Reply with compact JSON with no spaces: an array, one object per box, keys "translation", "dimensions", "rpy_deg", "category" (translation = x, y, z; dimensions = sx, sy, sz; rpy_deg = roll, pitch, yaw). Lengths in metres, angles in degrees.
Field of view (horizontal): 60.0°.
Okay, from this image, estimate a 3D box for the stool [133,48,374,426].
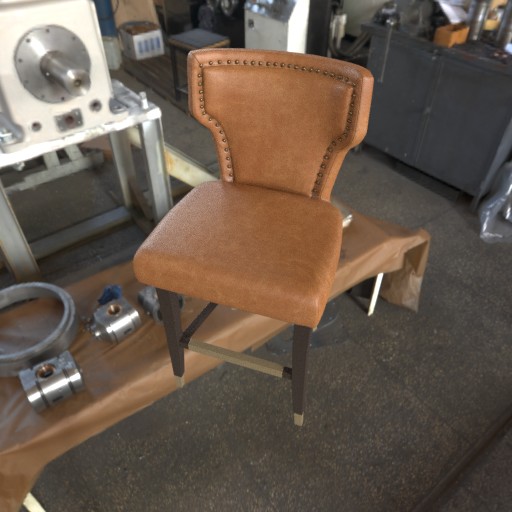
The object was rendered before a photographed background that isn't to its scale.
[{"translation":[0.000,0.000,1.398],"dimensions":[0.526,1.092,0.563],"rpy_deg":[13,43,14],"category":"stool"}]
